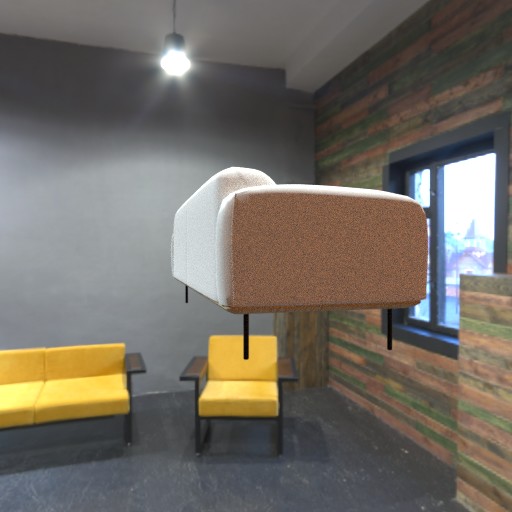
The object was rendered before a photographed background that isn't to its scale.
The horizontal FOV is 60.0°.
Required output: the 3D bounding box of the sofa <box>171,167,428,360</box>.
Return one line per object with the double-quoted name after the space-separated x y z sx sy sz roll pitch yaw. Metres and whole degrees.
0.000 0.000 2.737 0.870 0.780 2.280 0 0 -15 "sofa"
